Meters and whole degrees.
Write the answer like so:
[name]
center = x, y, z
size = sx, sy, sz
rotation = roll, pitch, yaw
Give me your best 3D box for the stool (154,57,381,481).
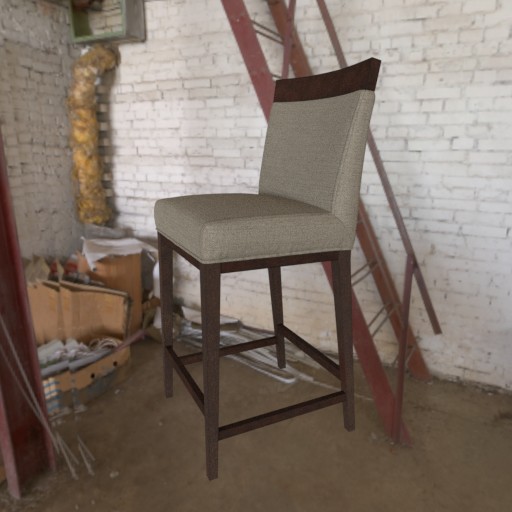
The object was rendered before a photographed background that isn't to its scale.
[stool]
center = 0.000, 0.000, 1.399
size = 0.531, 1.117, 0.511
rotation = -7, 17, -25
